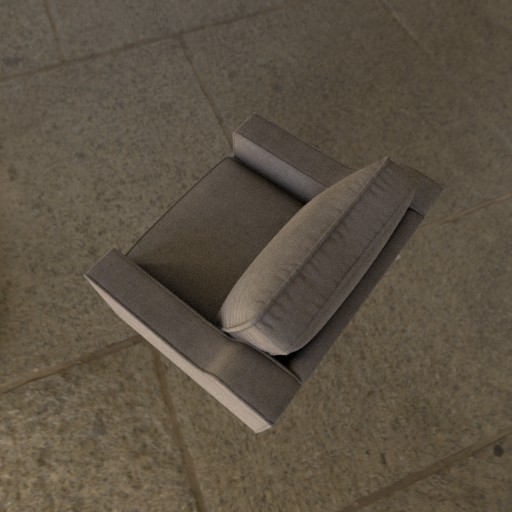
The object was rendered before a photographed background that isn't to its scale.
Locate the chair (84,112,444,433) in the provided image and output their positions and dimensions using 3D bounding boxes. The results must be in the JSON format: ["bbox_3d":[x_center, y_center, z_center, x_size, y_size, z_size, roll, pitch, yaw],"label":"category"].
[{"bbox_3d":[0.000,0.000,1.646,0.840,0.944,0.926,35,69,16],"label":"chair"}]
